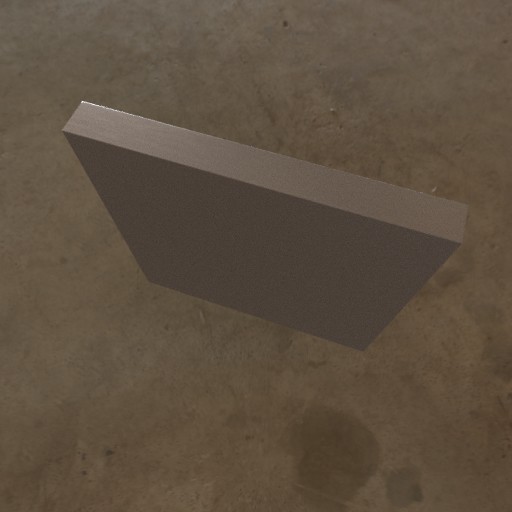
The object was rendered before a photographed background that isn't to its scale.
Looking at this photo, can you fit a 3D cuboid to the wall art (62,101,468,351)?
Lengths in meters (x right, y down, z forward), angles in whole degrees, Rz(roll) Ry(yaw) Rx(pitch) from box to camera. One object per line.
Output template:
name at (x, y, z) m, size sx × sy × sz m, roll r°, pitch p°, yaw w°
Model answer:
wall art at (0.000, 0.000, 0.532) m, size 0.350 × 0.350 × 0.038 m, roll 17°, pitch 65°, yaw 8°
